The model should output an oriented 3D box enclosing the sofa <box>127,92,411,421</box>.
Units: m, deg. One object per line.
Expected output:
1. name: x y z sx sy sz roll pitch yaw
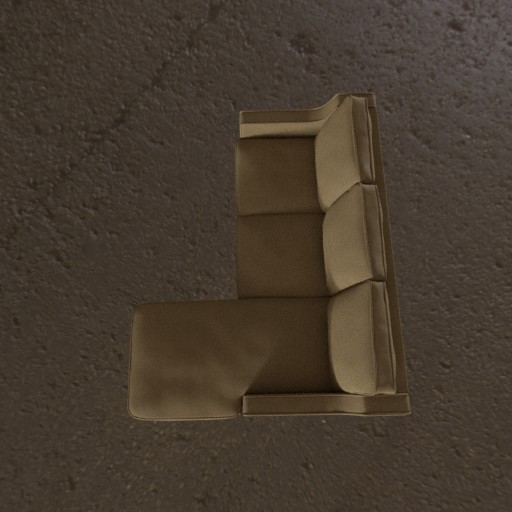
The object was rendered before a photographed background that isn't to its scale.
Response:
1. sofa: 0.000 0.000 3.337 1.858 1.066 2.317 -1 74 0
